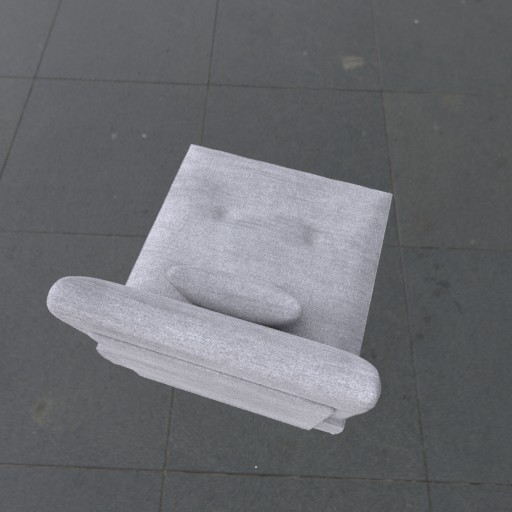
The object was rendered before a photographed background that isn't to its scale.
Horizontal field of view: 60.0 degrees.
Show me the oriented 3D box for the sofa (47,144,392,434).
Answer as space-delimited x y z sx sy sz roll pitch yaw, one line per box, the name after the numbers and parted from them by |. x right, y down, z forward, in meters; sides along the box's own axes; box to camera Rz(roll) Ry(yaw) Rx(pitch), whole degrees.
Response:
0.000 0.000 1.670 0.930 0.820 1.000 15 66 7 | sofa
